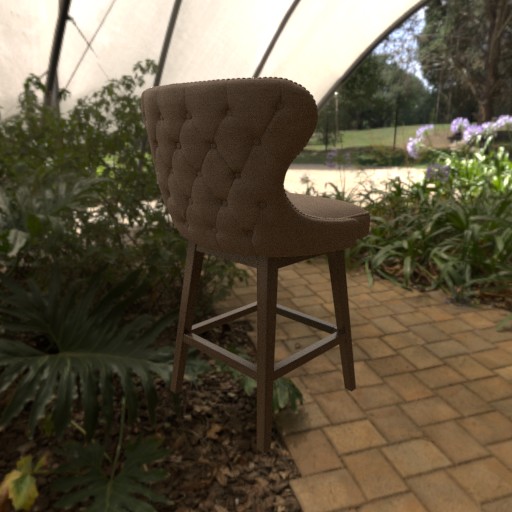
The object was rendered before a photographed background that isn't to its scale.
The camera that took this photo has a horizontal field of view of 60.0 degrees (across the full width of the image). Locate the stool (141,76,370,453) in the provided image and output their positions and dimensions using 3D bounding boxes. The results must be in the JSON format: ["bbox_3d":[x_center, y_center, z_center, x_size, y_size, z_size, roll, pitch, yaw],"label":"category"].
[{"bbox_3d":[0.000,0.000,1.378,0.615,0.972,0.597,15,21,43],"label":"stool"}]
